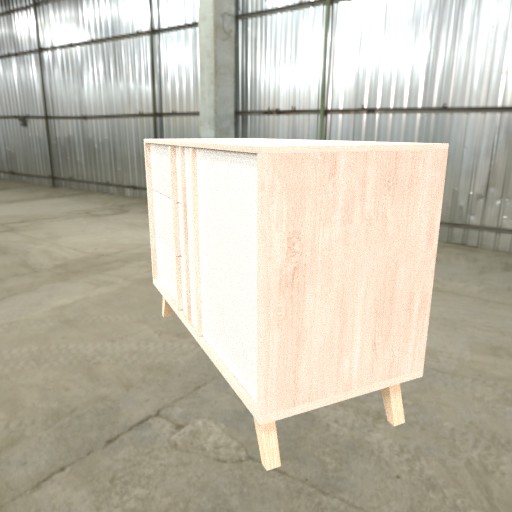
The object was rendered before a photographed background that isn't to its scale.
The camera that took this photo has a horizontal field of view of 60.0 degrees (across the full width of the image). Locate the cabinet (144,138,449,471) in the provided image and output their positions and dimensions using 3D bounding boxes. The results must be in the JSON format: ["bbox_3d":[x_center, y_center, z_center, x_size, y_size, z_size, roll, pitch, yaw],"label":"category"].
[{"bbox_3d":[0.000,0.000,1.548,0.500,0.780,1.110,-7,17,-24],"label":"cabinet"}]
